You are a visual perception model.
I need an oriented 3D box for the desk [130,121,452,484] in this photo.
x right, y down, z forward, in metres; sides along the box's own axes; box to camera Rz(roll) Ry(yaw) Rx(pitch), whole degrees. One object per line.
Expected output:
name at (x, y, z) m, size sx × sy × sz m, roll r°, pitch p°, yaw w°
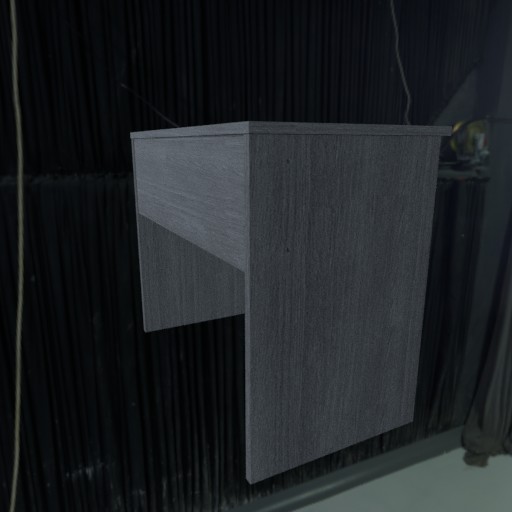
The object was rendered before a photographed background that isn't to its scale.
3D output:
desk at (0.000, 0.000, 1.326) m, size 0.498 × 0.724 × 0.893 m, roll -7°, pitch 16°, yaw -27°
